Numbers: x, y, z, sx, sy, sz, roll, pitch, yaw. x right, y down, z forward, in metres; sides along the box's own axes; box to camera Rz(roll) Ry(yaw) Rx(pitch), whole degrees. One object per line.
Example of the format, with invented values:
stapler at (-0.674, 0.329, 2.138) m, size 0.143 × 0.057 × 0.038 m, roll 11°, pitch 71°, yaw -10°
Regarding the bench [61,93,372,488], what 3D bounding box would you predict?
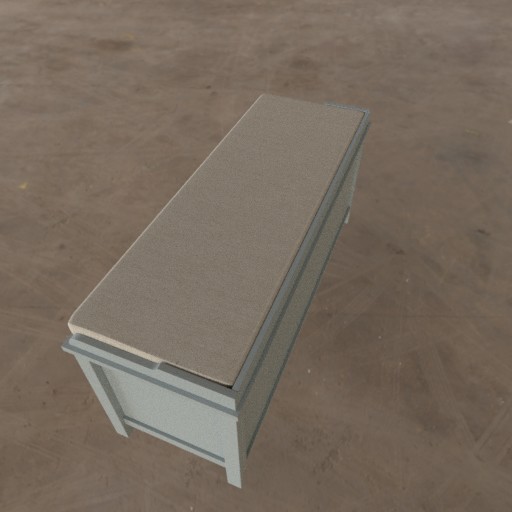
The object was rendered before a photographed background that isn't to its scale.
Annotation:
bench at (0.000, 0.000, 1.369) m, size 0.398 × 0.501 × 1.140 m, roll 17°, pitch 48°, yaw 15°
